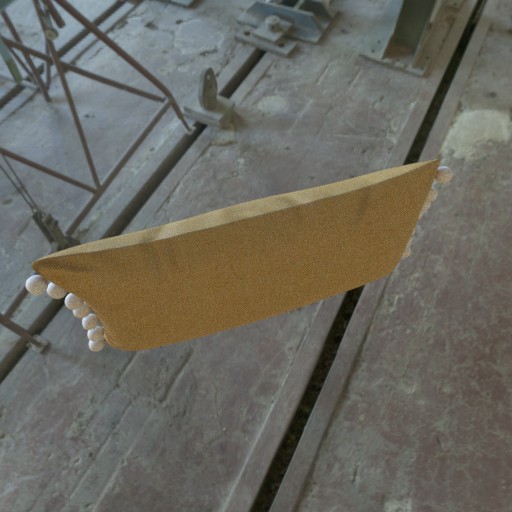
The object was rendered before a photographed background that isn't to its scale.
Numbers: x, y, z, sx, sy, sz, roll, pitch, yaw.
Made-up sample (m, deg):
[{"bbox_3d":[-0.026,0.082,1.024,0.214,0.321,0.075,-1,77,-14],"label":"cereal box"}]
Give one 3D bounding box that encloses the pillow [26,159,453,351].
[{"bbox_3d":[0.000,0.000,0.808,0.709,0.322,0.201,-16,60,-9],"label":"pillow"}]
